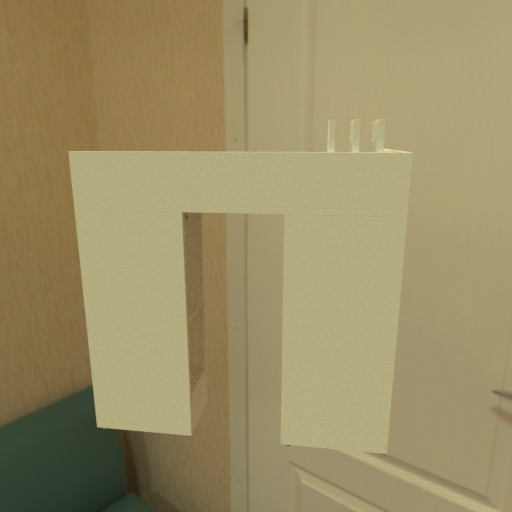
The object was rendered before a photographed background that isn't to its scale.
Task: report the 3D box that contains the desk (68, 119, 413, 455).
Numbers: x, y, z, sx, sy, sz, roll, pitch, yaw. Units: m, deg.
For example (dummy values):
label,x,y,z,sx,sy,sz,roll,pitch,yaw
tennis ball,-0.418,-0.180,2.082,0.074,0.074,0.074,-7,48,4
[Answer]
label,x,y,z,sx,sy,sz,roll,pitch,yaw
desk,0.000,0.000,1.745,0.940,0.986,0.940,2,15,8
